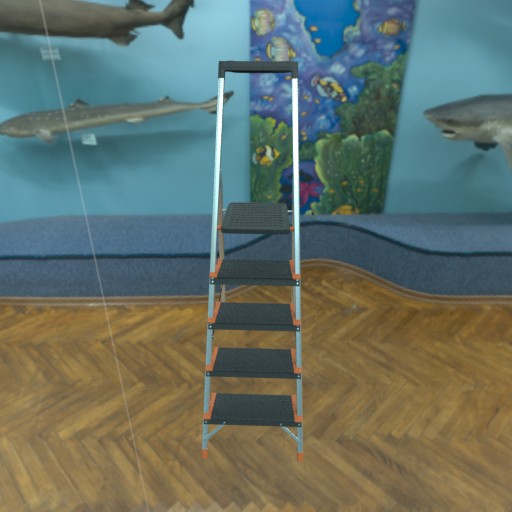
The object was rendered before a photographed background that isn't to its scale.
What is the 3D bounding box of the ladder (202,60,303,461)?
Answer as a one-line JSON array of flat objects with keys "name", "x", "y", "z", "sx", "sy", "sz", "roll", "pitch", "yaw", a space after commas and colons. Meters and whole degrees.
[{"name": "ladder", "x": 0.000, "y": 0.000, "z": 2.099, "sx": 0.480, "sy": 1.646, "sz": 0.995, "roll": 1, "pitch": 30, "yaw": 2}]
